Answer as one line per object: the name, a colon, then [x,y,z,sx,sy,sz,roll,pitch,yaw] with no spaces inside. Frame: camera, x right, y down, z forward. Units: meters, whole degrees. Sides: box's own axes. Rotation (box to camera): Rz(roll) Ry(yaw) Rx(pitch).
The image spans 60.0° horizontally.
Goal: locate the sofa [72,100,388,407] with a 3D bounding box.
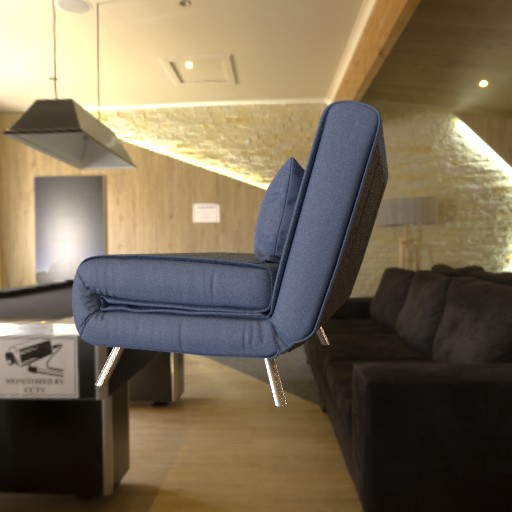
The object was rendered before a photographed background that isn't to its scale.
sofa: [0.000,0.000,1.773,0.996,0.860,0.999,0,1,18]
